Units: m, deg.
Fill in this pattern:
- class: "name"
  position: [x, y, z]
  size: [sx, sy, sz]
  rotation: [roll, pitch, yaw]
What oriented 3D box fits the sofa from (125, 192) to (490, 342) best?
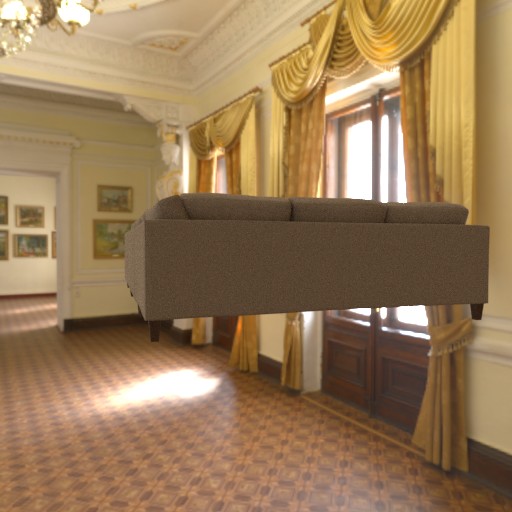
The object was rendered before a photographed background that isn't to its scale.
- class: "sofa"
  position: [0.000, 0.000, 4.431]
  size: [2.424, 0.865, 3.438]
  rotation: [0, 2, -18]
